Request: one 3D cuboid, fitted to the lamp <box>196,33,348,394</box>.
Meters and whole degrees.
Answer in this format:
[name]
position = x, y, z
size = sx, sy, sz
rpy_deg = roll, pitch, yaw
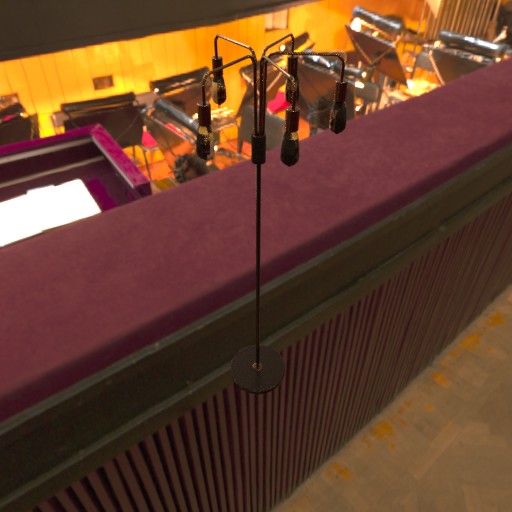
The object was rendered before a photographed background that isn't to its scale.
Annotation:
[lamp]
position = 0.000, 0.000, 1.970
size = 0.572, 1.721, 0.599
rpy_deg = -25, 47, -26
